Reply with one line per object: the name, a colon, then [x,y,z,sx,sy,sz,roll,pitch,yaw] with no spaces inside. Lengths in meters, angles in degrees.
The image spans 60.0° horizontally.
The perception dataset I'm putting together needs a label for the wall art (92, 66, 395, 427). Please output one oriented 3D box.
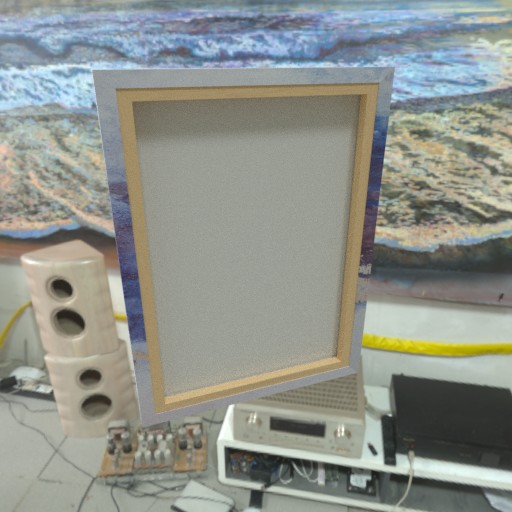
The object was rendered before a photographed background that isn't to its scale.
wall art: [0.000,0.000,0.743,0.437,0.581,0.036,-8,26,-18]
